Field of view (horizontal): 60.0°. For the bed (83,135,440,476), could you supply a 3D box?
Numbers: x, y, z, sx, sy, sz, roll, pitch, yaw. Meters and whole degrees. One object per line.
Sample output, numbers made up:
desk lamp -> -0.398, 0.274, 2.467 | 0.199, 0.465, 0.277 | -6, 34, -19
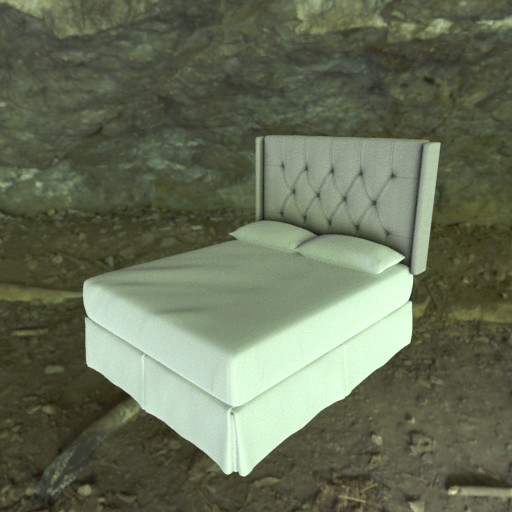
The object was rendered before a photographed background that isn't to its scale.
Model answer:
bed -> 0.000, 0.000, 3.291 | 1.719, 1.665, 2.066 | 16, 23, 41
